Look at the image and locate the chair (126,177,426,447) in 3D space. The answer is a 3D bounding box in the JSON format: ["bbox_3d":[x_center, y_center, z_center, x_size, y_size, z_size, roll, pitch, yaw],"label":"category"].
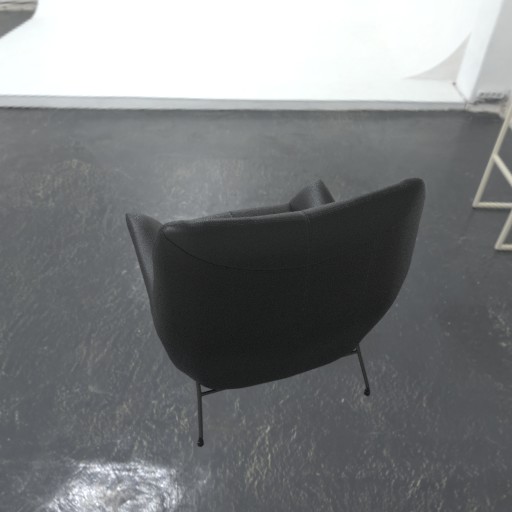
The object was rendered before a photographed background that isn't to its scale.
[{"bbox_3d":[0.000,0.000,1.566,0.836,0.922,0.826,-12,43,-13],"label":"chair"}]
